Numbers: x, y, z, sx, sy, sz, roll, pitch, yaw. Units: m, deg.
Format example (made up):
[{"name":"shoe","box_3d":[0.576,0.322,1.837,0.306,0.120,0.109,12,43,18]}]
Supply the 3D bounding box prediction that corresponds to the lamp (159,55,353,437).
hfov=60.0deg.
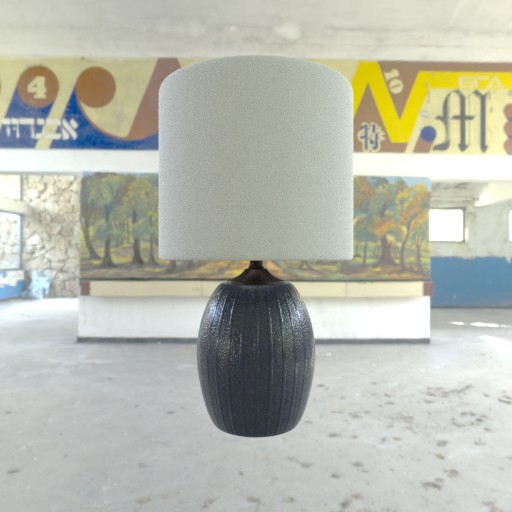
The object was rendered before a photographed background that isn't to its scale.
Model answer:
[{"name":"lamp","box_3d":[0.000,0.000,0.766,0.329,0.570,0.329,0,0,0]}]
